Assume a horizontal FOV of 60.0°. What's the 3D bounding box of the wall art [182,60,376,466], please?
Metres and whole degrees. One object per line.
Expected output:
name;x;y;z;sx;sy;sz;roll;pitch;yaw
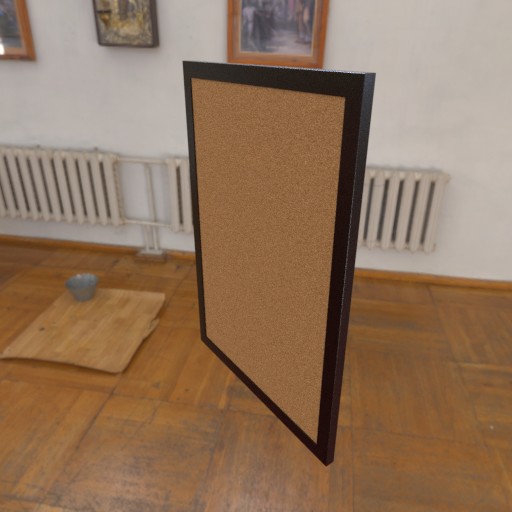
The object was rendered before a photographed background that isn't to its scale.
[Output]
wall art;0.000;0.000;0.546;0.013;0.432;0.304;-17;31;-31
